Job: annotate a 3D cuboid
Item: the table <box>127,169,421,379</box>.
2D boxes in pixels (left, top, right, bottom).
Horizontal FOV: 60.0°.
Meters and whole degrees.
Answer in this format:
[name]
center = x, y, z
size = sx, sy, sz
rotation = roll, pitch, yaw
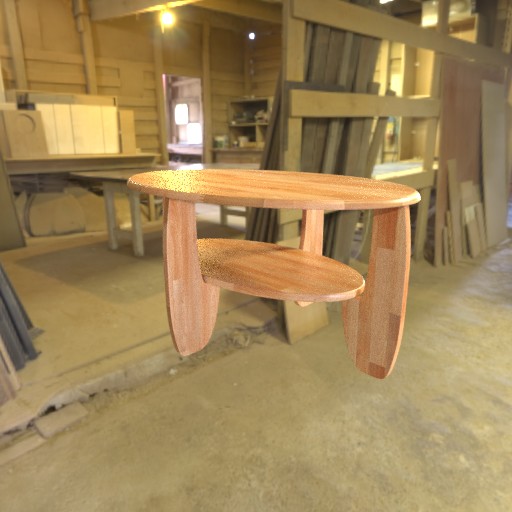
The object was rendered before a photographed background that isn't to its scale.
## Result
[table]
center = 0.000, 0.000, 1.445
size = 0.690, 0.490, 1.040
rotation = -15, 22, -43
